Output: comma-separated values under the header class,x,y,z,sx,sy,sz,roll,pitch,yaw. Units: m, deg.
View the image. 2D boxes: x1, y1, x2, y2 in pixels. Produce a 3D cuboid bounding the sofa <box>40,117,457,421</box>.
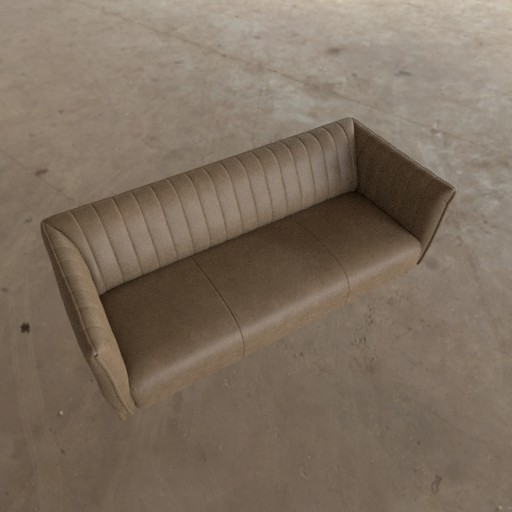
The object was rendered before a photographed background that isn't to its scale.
class,x,y,z,sx,sy,sz,roll,pitch,yaw
sofa,0.000,0.000,2.456,1.980,0.779,0.876,-23,51,-21
